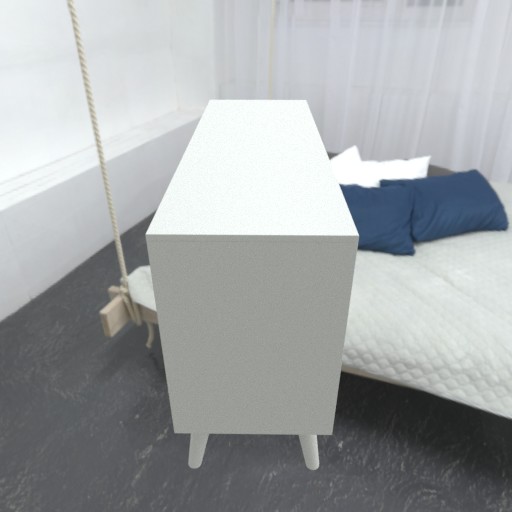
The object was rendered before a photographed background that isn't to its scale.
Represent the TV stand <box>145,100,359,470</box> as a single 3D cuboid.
[{"bbox_3d":[0.000,0.000,1.560,0.406,0.812,1.193,0,31,1],"label":"TV stand"}]
